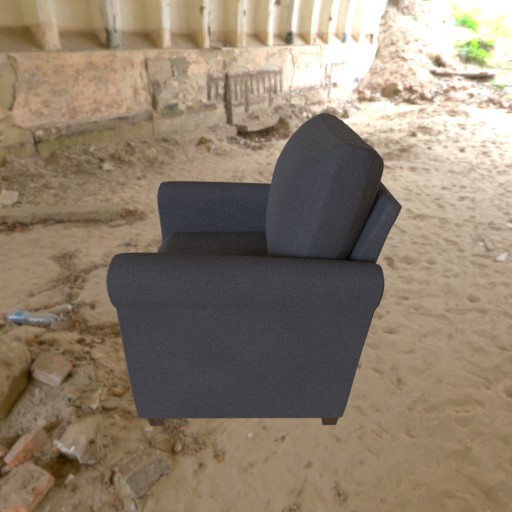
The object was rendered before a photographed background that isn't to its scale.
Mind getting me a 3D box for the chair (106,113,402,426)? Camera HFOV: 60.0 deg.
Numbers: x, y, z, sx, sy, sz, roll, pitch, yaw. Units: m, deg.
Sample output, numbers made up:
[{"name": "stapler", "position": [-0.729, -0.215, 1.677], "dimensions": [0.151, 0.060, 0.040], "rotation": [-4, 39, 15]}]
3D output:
[{"name": "chair", "position": [0.000, 0.000, 1.641], "dimensions": [0.828, 0.942, 0.867], "rotation": [0, 26, 0]}]
